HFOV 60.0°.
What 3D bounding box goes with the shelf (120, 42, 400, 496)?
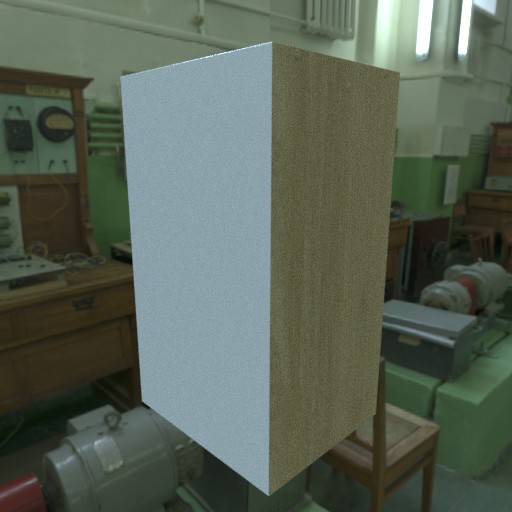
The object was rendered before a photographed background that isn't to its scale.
[{"bbox_3d":[0.000,0.000,0.783,0.290,0.600,0.350,-13,19,-43],"label":"shelf"}]
